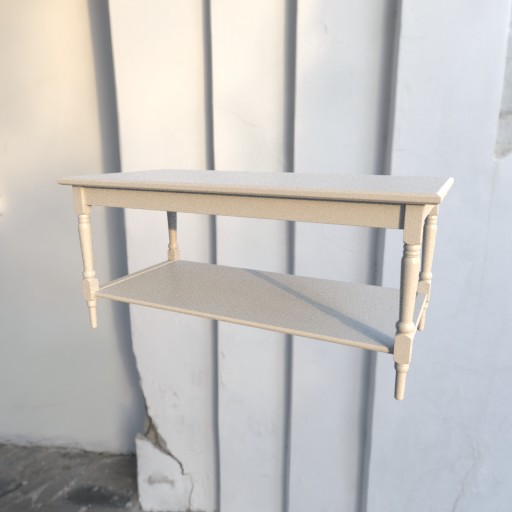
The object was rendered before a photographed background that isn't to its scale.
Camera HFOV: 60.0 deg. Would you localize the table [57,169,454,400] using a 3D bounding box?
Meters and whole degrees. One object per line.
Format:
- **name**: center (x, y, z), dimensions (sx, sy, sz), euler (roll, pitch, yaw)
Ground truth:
- **table**: center (0.000, 0.000, 1.441), dimensions (1.109, 0.506, 0.551), euler (7, 16, 25)
